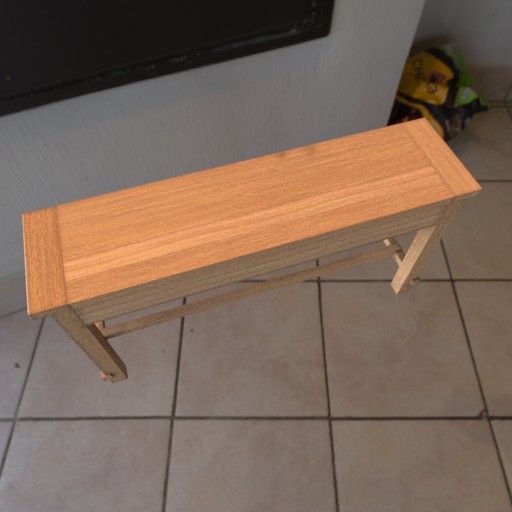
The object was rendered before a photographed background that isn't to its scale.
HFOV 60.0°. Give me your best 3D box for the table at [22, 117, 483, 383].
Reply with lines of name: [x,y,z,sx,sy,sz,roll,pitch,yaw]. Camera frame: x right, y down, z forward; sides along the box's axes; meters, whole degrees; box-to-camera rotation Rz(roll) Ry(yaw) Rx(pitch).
table: [0.000,0.000,1.906,1.599,0.762,0.442,-16,58,-10]
